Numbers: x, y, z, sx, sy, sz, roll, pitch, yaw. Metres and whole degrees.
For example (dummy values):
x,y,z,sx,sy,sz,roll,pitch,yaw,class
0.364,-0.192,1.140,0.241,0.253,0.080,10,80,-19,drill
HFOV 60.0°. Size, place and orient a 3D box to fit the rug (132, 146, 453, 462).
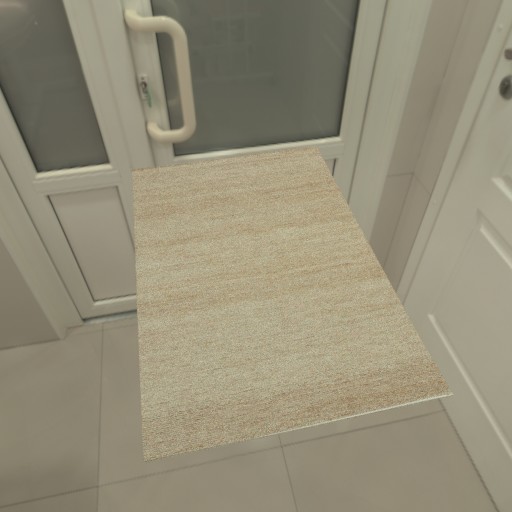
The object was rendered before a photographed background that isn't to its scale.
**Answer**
x,y,z,sx,sy,sz,roll,pitch,yaw,class
0.000,0.000,2.940,1.574,0.029,2.346,-9,47,-8,rug
